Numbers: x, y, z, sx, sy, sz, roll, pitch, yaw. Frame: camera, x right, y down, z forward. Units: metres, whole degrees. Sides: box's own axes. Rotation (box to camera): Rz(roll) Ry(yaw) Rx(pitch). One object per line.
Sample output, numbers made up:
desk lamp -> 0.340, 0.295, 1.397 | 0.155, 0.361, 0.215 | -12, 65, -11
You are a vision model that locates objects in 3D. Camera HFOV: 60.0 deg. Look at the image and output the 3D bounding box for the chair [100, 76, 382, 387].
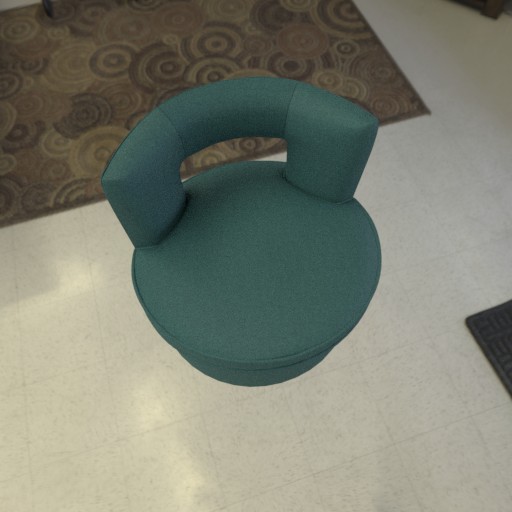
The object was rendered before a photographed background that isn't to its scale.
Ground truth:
chair -> 0.000, 0.000, 1.254 | 0.684, 0.711, 0.660 | -14, 63, -7
